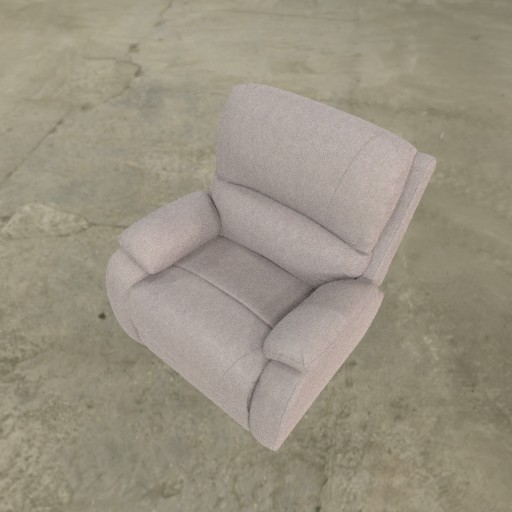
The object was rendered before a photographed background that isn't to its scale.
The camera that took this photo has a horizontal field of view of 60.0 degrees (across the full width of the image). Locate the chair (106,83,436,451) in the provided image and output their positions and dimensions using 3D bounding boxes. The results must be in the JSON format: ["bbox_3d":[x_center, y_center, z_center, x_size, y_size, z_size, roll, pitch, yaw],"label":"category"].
[{"bbox_3d":[0.000,0.000,1.730,0.930,1.011,0.899,31,54,25],"label":"chair"}]
